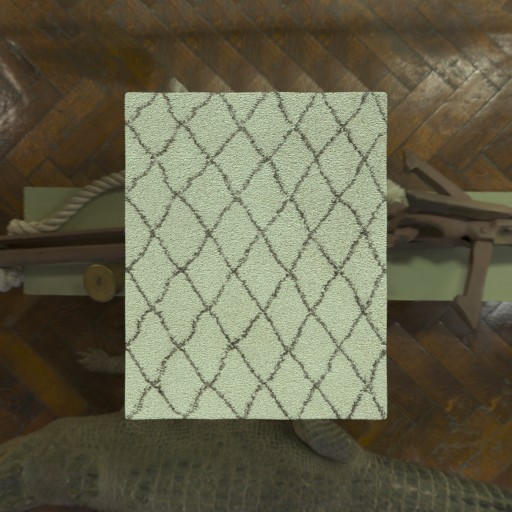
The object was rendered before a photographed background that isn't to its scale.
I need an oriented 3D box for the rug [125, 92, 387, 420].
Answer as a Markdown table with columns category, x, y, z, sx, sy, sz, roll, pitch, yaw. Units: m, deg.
| category | x | y | z | sx | sy | sz | roll | pitch | yaw |
| --- | --- | --- | --- | --- | --- | --- | --- | --- | --- |
| rug | 0.000 | 0.000 | 4.129 | 2.438 | 0.029 | 3.047 | 0 | 90 | 0 |
